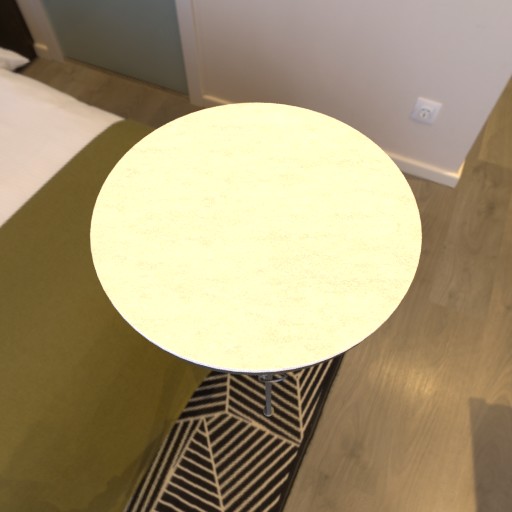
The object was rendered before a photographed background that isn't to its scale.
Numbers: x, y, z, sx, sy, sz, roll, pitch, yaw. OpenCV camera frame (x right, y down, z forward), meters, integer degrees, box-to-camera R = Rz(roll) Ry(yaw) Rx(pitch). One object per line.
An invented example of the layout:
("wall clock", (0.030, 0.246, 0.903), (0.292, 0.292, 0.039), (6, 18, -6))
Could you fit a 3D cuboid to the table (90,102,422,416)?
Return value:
("table", (0.000, 0.000, 1.410), (0.889, 0.470, 0.889), (0, 58, 0))
